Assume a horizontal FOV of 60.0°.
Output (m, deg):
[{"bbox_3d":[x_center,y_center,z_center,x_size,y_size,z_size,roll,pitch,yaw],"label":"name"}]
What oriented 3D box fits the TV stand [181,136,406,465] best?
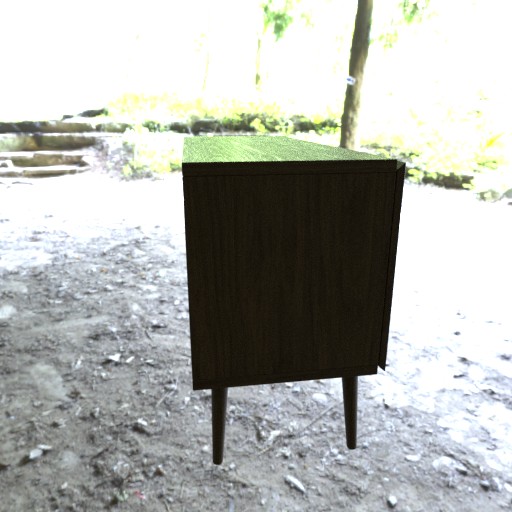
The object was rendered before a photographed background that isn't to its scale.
[{"bbox_3d":[0.000,0.000,1.343,0.405,0.660,0.990,-3,18,-8],"label":"TV stand"}]
